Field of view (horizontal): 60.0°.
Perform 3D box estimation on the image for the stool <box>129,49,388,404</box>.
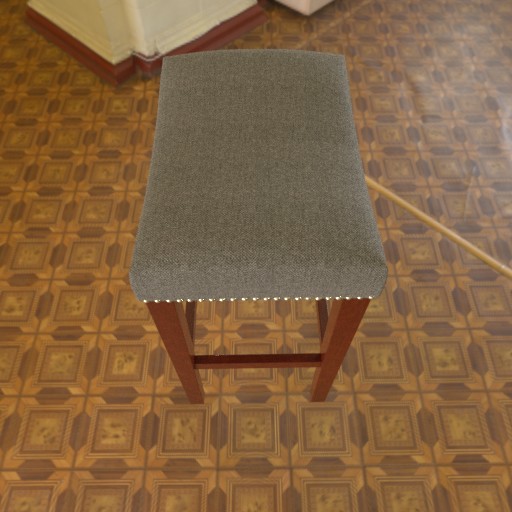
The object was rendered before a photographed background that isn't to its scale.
[{"bbox_3d":[0.000,0.000,1.021,0.372,0.742,0.504,-1,58,-1],"label":"stool"}]
